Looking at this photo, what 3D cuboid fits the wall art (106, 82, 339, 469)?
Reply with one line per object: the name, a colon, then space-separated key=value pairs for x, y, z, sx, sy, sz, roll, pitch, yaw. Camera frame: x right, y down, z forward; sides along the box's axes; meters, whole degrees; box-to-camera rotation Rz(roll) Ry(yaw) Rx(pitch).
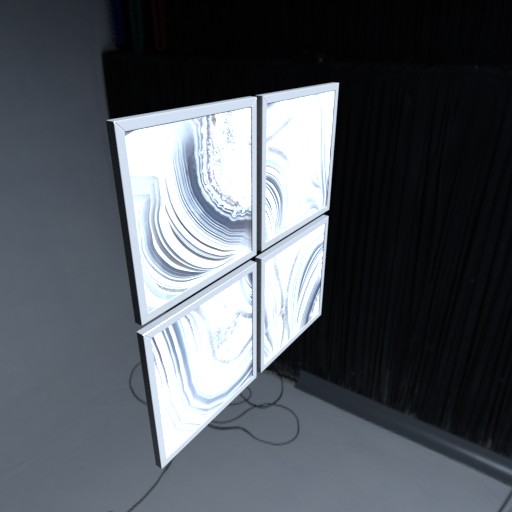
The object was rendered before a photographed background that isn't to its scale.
wall art: x=0.000 y=0.000 z=1.638 sx=0.029 sy=1.118 sz=1.118 roll=17 pitch=31 yaw=31
